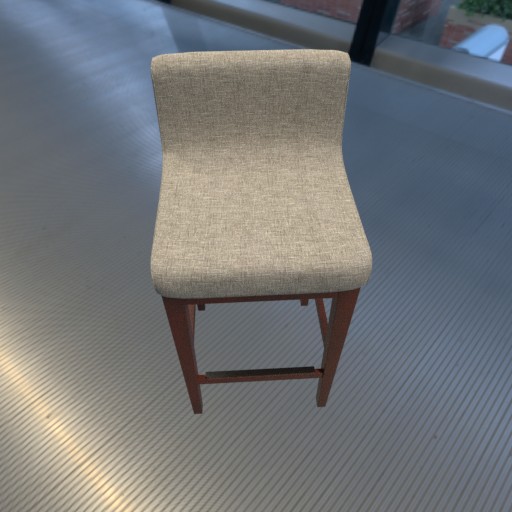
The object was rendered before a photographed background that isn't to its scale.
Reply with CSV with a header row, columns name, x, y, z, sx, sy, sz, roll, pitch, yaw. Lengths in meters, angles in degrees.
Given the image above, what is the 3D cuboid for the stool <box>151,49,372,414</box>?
name,x,y,z,sx,sy,sz,roll,pitch,yaw
stool,0.000,0.000,1.092,0.417,0.835,0.459,-2,46,-2
